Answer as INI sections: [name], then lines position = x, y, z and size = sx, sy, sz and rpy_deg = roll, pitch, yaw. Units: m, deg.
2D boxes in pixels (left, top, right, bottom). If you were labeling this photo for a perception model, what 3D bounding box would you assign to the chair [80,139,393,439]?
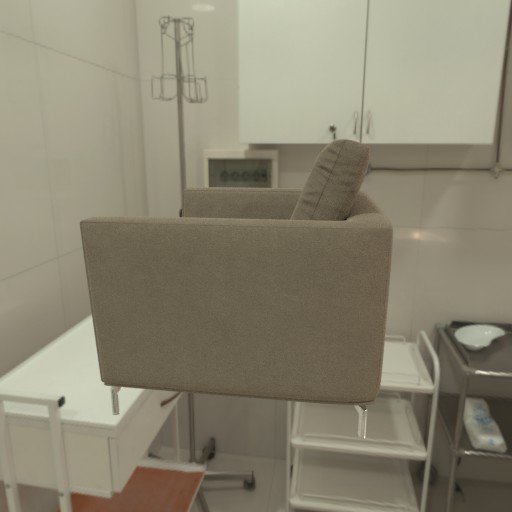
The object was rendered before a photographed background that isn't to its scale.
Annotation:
[chair]
position = 0.000, 0.000, 1.693
size = 0.889, 0.864, 1.041
rpy_deg = 2, 14, 8
